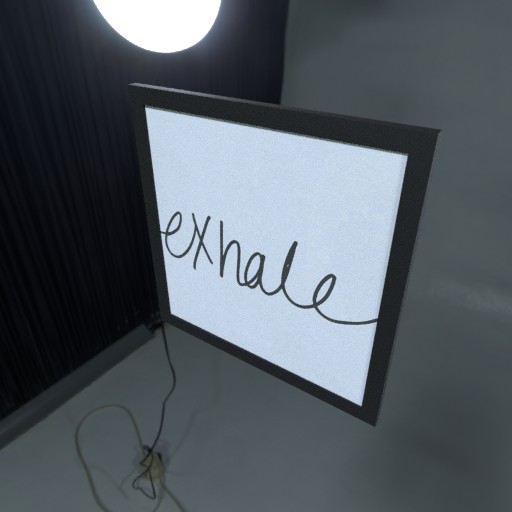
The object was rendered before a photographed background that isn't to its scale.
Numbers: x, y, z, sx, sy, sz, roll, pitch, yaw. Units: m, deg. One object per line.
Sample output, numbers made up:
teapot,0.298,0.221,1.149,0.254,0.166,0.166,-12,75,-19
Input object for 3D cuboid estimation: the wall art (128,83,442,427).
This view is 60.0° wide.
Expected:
wall art,0.000,0.000,0.534,0.358,0.357,0.012,20,36,29
